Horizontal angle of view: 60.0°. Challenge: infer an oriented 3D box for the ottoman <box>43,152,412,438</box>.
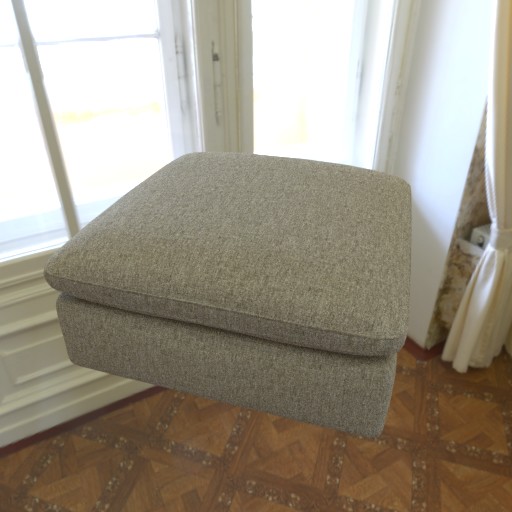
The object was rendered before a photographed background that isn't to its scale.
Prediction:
[{"bbox_3d":[0.000,0.000,1.626,1.039,0.526,1.035,9,33,14],"label":"ottoman"}]
